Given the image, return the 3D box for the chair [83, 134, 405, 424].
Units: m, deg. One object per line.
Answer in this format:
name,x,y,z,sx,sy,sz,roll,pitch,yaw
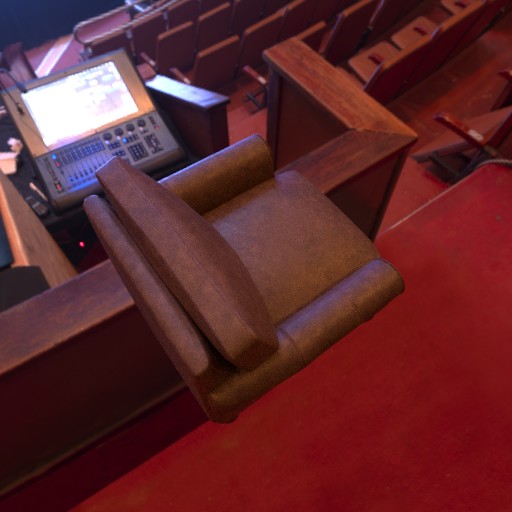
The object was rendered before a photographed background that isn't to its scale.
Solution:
chair,0.000,0.000,1.839,1.002,0.976,0.996,-32,64,-18
